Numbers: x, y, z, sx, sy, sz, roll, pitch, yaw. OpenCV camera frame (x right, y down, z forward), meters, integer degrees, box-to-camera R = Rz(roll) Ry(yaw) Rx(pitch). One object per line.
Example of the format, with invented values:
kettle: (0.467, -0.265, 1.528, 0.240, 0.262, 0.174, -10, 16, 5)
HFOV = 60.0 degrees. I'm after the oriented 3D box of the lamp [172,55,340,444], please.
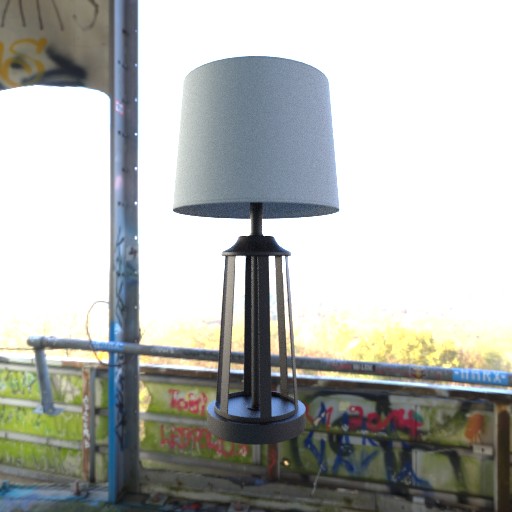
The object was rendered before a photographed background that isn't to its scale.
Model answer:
lamp: (0.000, 0.000, 0.672, 0.251, 0.509, 0.251, 0, 0, 0)
